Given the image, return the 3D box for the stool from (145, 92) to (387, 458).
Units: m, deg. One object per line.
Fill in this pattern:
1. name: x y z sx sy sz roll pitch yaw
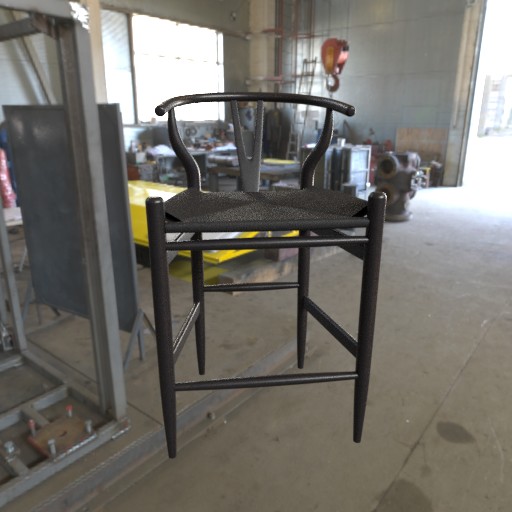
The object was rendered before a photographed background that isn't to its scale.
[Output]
1. stool: 0.000 0.000 1.360 0.569 0.970 0.579 -2 18 -6
